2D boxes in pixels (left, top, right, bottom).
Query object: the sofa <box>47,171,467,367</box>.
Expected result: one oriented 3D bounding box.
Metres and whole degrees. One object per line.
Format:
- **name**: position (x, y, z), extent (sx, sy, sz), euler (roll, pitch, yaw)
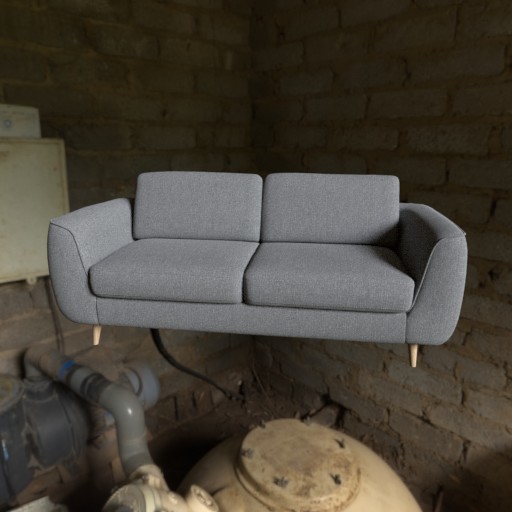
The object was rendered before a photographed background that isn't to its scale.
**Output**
- **sofa**: position (0.000, 0.000, 2.445), extent (2.000, 0.870, 0.920), euler (2, 15, 8)
